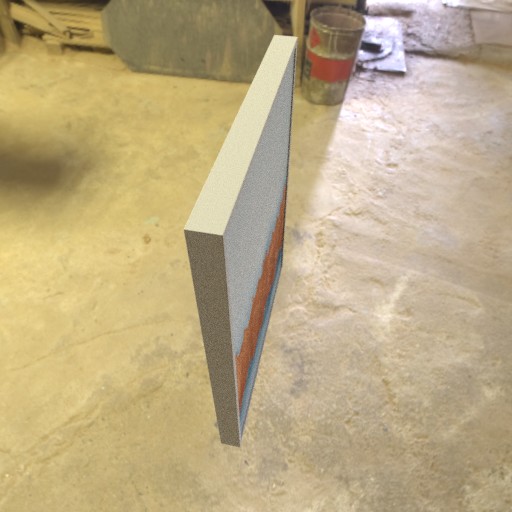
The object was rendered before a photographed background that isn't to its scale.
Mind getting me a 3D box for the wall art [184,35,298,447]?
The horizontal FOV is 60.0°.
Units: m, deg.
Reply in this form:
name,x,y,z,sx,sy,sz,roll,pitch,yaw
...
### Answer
name,x,y,z,sx,sy,sz,roll,pitch,yaw
wall art,0.000,0.000,0.760,0.039,0.553,0.451,9,49,8
